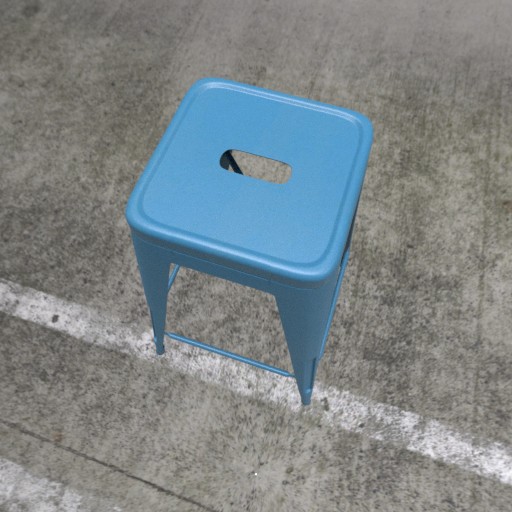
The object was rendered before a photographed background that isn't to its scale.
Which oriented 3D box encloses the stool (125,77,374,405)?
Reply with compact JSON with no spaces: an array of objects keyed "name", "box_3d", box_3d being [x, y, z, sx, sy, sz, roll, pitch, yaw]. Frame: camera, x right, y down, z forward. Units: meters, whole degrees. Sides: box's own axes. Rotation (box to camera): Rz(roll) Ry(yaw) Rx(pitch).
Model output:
[{"name":"stool","box_3d":[0.000,0.000,0.919,0.410,0.608,0.410,17,65,8]}]
